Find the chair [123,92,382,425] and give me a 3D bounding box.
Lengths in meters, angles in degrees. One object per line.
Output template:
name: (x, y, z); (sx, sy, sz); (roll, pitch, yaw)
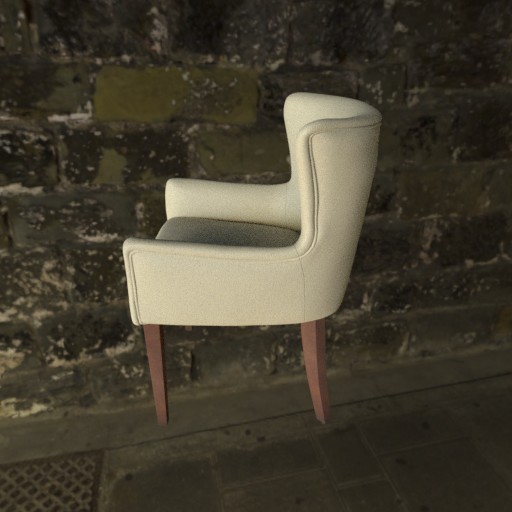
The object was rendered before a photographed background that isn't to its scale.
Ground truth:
chair: (0.000, 0.000, 1.441); (0.686, 0.952, 0.660); (1, 26, 1)
